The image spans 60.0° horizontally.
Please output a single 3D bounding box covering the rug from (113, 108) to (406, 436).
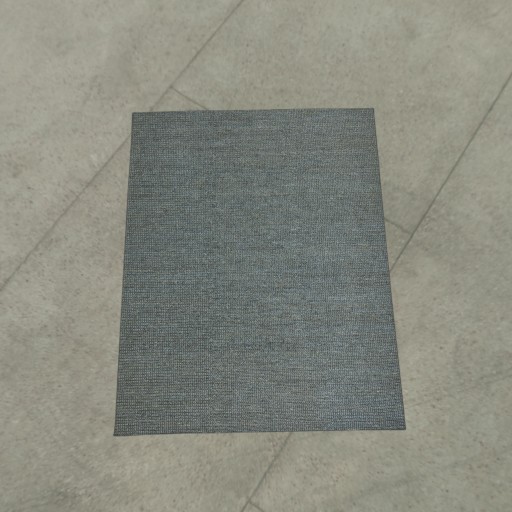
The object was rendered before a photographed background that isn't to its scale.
[{"bbox_3d":[0.000,0.000,4.094,2.456,0.021,3.068,-1,75,0],"label":"rug"}]
